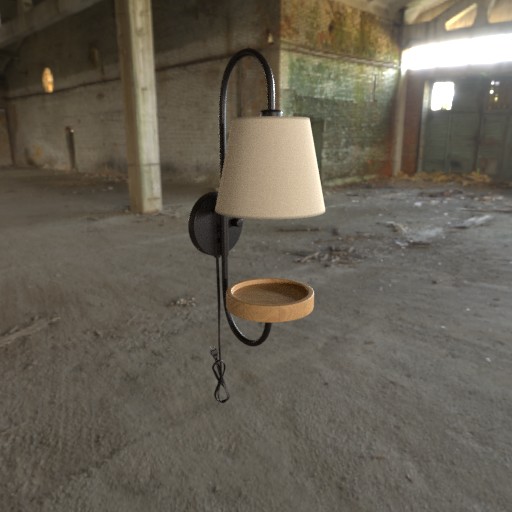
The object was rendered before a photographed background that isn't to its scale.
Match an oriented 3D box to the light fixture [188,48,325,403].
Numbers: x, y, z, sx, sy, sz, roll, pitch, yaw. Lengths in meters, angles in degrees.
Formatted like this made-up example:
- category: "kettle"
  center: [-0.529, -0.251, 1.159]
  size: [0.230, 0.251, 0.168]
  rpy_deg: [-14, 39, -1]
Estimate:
- category: "light fixture"
  center: [0.000, 0.000, 0.944]
  size: [0.299, 0.821, 0.220]
  rpy_deg: [14, 20, 43]
